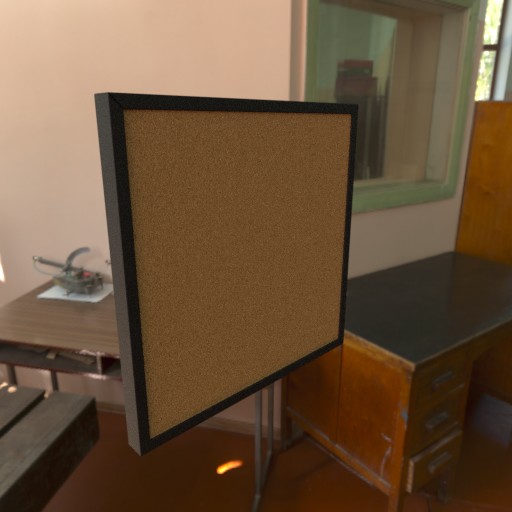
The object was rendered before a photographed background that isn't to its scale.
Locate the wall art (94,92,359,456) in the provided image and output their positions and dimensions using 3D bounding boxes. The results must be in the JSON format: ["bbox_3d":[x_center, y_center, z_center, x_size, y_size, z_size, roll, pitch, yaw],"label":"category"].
[{"bbox_3d":[0.000,0.000,0.764,0.508,0.508,0.037,-15,23,-41],"label":"wall art"}]
